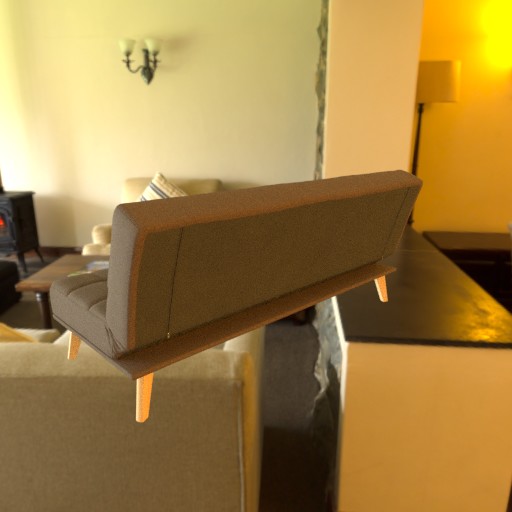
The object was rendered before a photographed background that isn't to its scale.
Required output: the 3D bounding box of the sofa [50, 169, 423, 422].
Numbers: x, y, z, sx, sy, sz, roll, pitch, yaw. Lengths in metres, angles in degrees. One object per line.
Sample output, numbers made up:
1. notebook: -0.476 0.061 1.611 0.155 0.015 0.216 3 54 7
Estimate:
1. sofa: 0.000 0.000 2.275 1.800 0.810 0.860 -15 22 -42
